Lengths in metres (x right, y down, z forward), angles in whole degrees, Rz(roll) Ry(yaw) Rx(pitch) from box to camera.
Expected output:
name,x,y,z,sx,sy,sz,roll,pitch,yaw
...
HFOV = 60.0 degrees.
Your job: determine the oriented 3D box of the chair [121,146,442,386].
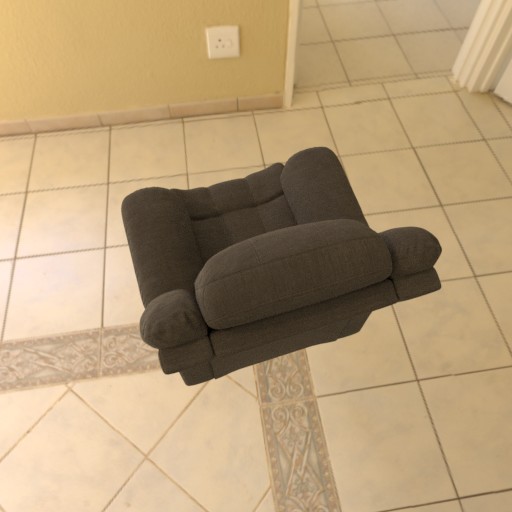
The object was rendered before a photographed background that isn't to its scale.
name,x,y,z,sx,sy,sz,roll,pitch,yaw
chair,0.000,0.000,1.709,0.899,1.008,0.944,-16,60,-9
